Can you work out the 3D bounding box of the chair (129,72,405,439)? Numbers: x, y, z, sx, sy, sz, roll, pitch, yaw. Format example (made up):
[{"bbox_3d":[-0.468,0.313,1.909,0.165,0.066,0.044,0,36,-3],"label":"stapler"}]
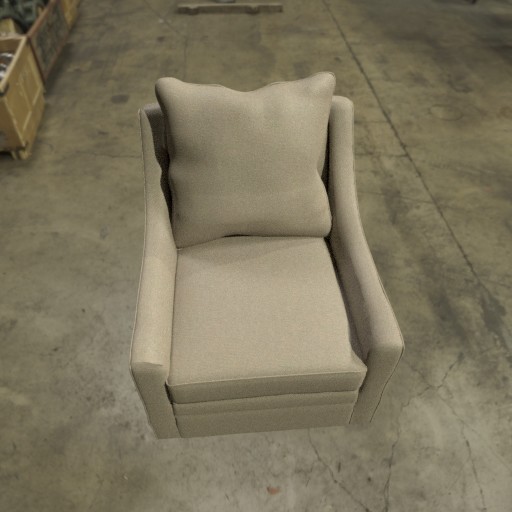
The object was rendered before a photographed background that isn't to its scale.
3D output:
[{"bbox_3d":[0.000,0.000,1.517,0.760,0.942,0.876,-3,46,-3],"label":"chair"}]
